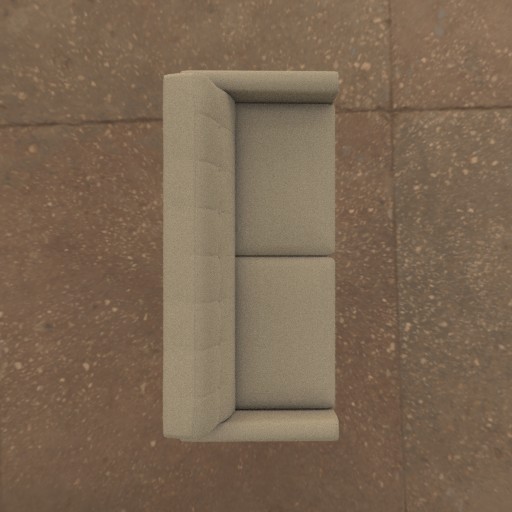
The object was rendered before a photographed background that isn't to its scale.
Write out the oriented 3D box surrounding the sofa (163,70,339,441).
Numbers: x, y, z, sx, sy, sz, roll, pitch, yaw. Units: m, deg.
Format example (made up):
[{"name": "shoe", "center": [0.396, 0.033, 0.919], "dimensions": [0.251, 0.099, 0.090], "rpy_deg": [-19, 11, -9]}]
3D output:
[{"name": "sofa", "center": [0.000, 0.000, 2.697], "dimensions": [0.980, 0.892, 2.137], "rpy_deg": [0, 90, -1]}]
